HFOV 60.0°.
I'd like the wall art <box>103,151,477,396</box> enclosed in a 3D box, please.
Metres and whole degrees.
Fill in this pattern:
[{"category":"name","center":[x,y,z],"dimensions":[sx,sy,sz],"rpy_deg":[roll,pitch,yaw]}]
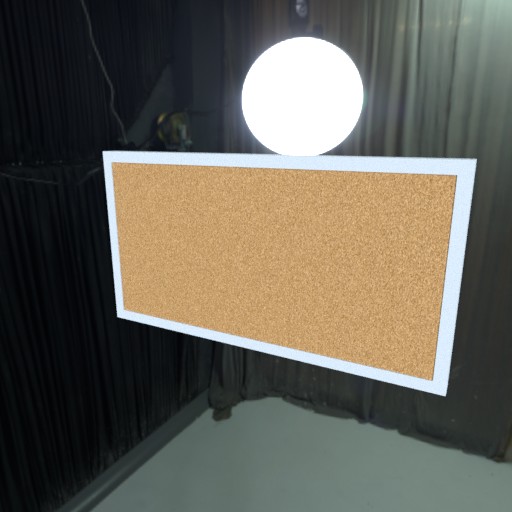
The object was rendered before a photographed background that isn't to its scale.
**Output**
[{"category":"wall art","center":[0.000,0.000,0.963],"dimensions":[0.812,0.431,0.038],"rpy_deg":[8,17,26]}]
